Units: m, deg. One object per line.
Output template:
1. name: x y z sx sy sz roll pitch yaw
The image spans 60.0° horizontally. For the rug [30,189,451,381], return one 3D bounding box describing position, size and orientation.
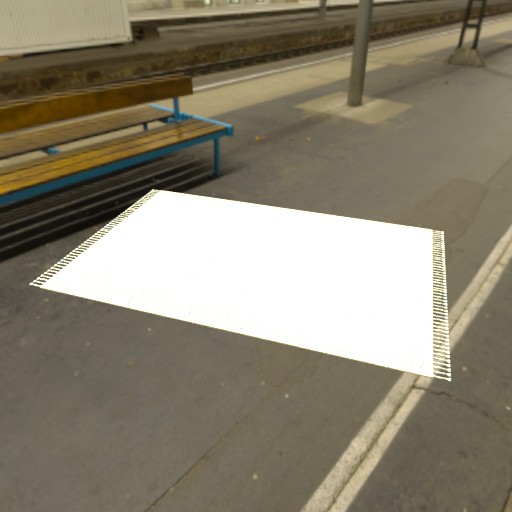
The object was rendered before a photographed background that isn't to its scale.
1. rug: 0.000 0.000 3.016 2.438 0.010 1.524 10 34 16
